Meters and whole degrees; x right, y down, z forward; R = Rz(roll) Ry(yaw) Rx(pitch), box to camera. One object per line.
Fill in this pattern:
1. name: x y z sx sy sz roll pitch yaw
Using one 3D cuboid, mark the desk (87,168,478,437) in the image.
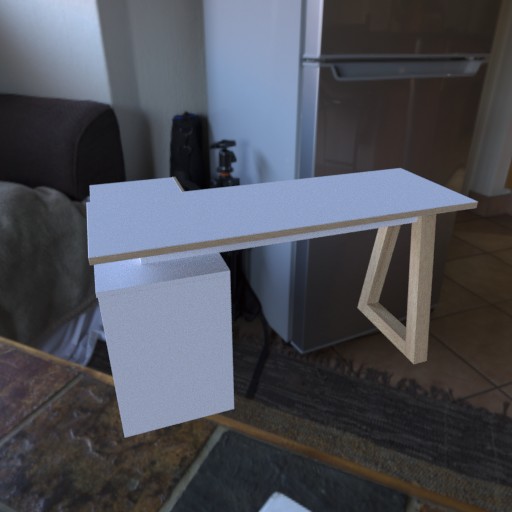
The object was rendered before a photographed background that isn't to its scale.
1. desk: 0.000 0.000 2.110 1.404 0.755 1.098 -9 28 -17
